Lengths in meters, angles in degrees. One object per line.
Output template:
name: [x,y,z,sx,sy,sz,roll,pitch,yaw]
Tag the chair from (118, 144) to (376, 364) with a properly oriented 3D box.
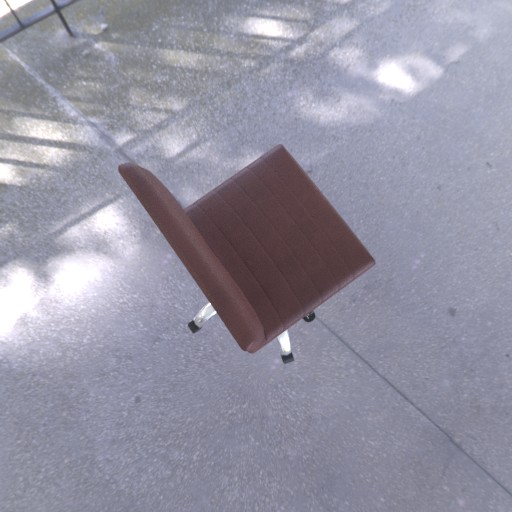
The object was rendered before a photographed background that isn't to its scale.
chair: [0.000,0.000,1.123,0.530,0.780,0.556,-35,79,-8]
